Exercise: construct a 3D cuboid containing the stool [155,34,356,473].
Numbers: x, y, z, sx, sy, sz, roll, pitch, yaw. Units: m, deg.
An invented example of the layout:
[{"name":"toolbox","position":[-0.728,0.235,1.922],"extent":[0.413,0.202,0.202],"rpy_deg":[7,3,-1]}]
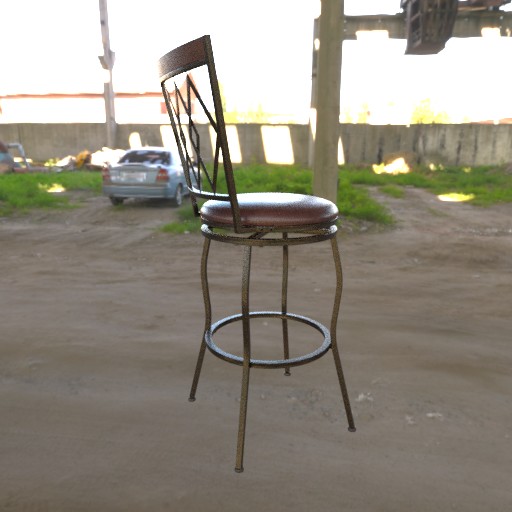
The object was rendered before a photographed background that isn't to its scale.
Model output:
[{"name":"stool","position":[0.000,0.000,1.373],"extent":[0.521,1.134,0.432],"rpy_deg":[-7,15,-26]}]
